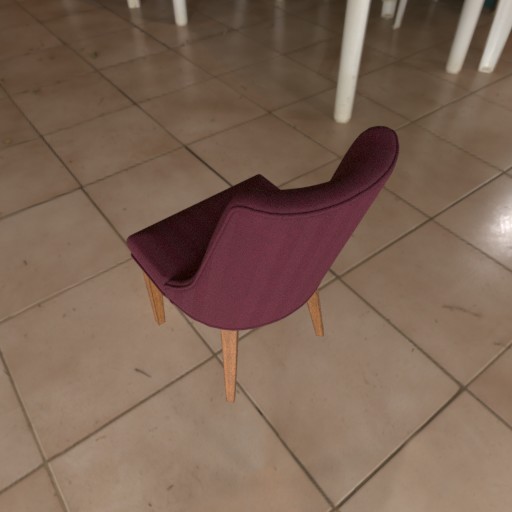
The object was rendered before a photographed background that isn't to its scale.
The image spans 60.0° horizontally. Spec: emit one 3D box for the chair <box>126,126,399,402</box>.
[{"bbox_3d":[0.000,0.000,1.323,0.548,0.916,0.638,-30,54,-25],"label":"chair"}]
